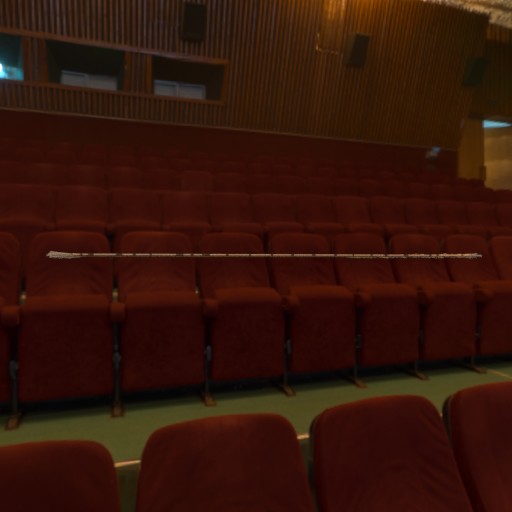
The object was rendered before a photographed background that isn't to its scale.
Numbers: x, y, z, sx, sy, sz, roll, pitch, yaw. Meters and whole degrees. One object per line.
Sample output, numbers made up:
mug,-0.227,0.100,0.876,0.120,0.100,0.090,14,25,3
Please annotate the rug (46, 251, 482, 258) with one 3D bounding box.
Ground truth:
rug,0.000,0.000,2.479,2.023,0.028,1.224,0,0,-20
